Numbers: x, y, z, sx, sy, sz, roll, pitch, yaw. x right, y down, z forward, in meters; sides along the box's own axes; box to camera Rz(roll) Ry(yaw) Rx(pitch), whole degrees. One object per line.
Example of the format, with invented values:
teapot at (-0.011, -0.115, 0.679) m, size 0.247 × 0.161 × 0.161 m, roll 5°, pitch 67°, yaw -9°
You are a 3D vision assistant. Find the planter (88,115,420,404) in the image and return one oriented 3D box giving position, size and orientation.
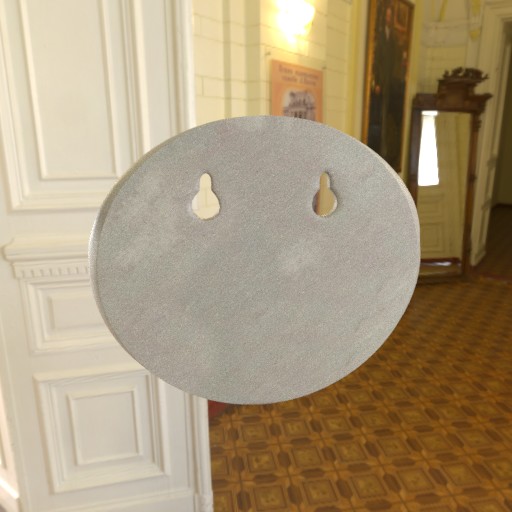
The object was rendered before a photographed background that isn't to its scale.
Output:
planter at (0.000, 0.000, 0.276) m, size 0.190 × 0.164 × 0.073 m, roll -2°, pitch 15°, yaw -9°
